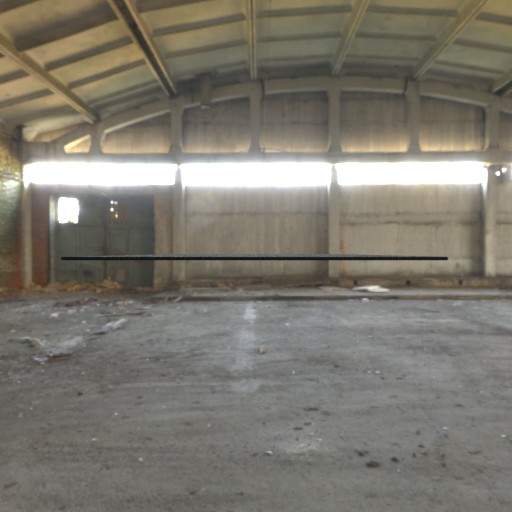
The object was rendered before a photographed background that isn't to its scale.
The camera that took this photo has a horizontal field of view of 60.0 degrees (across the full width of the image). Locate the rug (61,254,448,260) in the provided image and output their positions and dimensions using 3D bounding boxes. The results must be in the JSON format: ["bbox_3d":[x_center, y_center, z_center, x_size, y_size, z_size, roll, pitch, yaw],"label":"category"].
[{"bbox_3d":[0.000,0.000,2.867,1.526,0.014,2.290,0,1,0],"label":"rug"}]
